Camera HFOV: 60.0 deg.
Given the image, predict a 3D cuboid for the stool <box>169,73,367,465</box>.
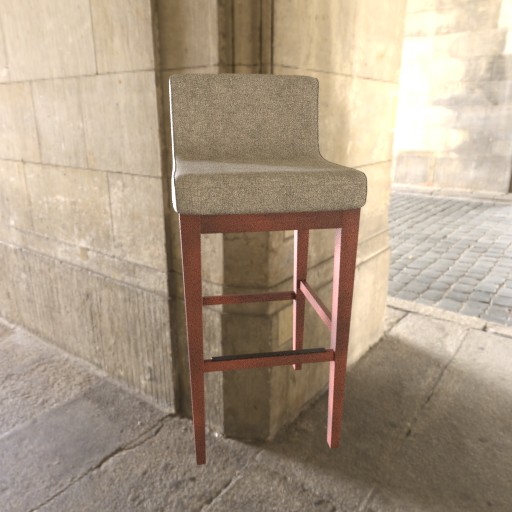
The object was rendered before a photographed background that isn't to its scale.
[{"bbox_3d":[0.000,0.000,1.222,0.426,0.965,0.499,-3,18,-9],"label":"stool"}]
